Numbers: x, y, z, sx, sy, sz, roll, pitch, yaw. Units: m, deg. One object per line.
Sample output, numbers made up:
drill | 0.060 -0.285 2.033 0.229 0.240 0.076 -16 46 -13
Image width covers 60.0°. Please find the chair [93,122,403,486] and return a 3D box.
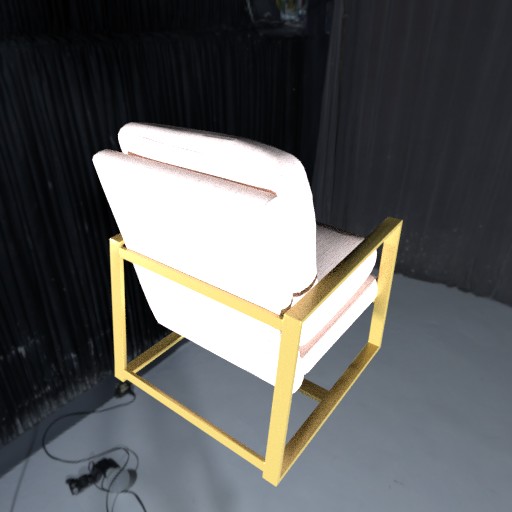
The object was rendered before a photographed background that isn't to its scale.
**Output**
chair | 0.000 0.000 1.563 0.758 0.956 0.813 20 35 32
